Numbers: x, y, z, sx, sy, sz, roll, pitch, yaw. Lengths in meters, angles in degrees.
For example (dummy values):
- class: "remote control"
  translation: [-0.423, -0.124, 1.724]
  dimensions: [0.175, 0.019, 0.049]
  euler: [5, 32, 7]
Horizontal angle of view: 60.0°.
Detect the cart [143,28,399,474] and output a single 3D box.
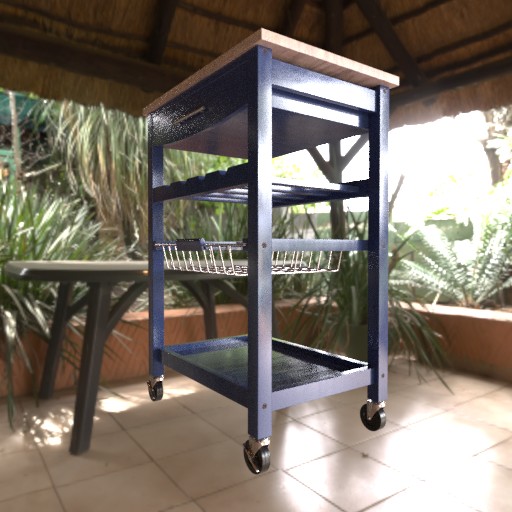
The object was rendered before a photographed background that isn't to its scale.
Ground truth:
- class: "cart"
  translation: [0.000, 0.000, 1.160]
  dimensions: [0.403, 0.839, 0.584]
  euler: [-1, 1, -36]
